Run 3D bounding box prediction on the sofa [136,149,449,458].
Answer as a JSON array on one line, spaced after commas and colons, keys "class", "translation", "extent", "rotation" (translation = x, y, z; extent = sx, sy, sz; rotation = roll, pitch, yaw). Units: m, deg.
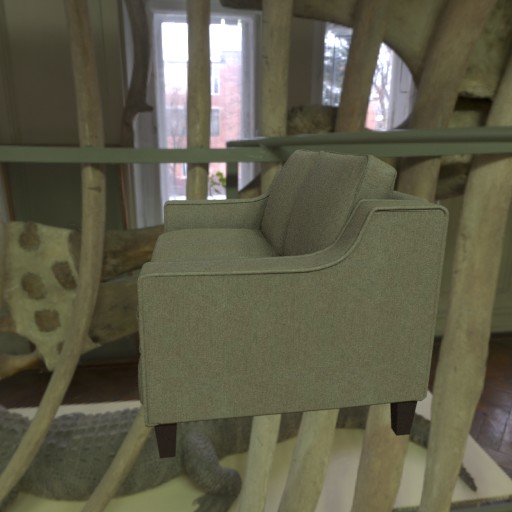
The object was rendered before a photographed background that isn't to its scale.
[{"class": "sofa", "translation": [0.000, 0.000, 2.087], "extent": [0.985, 0.981, 1.503], "rotation": [-2, 16, -8]}]
